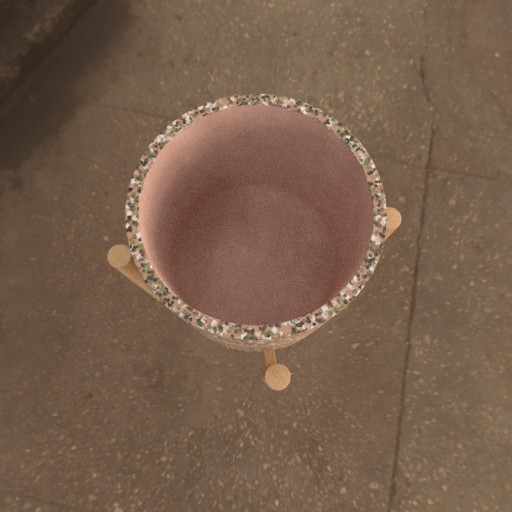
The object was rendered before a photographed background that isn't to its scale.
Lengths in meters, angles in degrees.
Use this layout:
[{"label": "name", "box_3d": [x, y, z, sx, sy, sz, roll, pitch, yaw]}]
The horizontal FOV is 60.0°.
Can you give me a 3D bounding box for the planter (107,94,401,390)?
[{"label": "planter", "box_3d": [0.000, 0.000, 0.531, 0.284, 0.320, 0.284, 14, 75, 4]}]
